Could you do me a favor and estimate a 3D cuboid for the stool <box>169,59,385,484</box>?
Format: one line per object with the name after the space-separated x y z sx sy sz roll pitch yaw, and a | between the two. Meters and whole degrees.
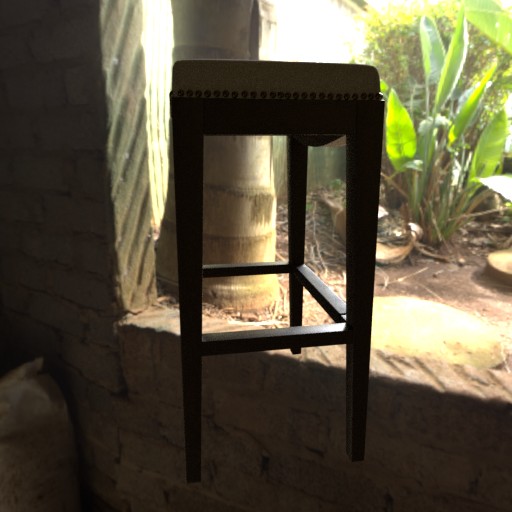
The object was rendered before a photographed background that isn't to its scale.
0.000 0.000 1.010 0.358 0.759 0.498 -3 15 -10 | stool
